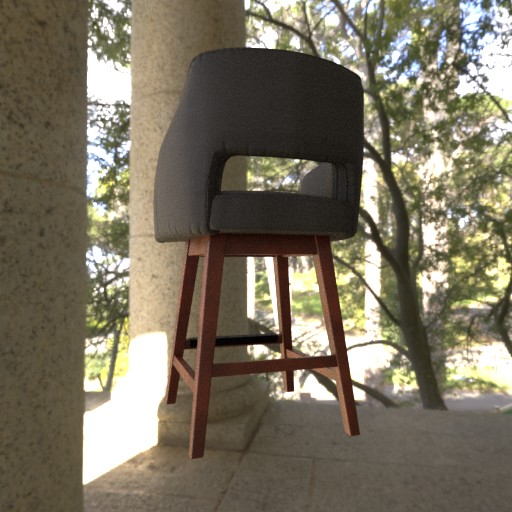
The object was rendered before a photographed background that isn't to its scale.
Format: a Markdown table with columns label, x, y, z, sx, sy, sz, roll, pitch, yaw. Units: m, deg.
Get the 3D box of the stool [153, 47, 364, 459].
| label | x | y | z | sx | sy | sz | roll | pitch | yaw |
| --- | --- | --- | --- | --- | --- | --- | --- | --- | --- |
| stool | 0.000 | 0.000 | 1.235 | 0.548 | 0.912 | 0.558 | 0 | -1 | -19 |
